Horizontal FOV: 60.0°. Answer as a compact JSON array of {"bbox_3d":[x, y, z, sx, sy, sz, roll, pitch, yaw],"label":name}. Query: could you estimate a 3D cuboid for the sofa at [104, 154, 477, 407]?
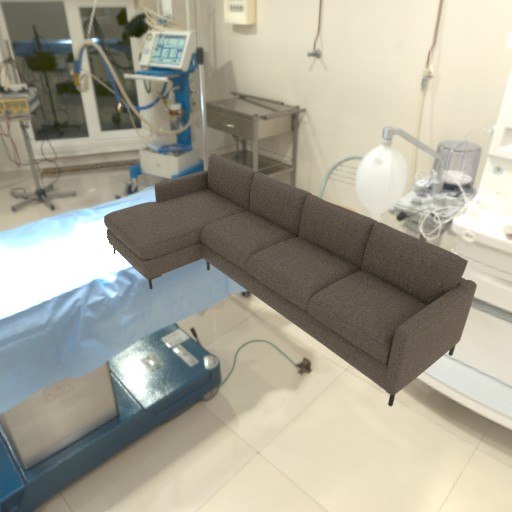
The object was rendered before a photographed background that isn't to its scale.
[{"bbox_3d":[0.000,0.000,3.294,1.258,0.754,2.731,-23,38,-33],"label":"sofa"}]
